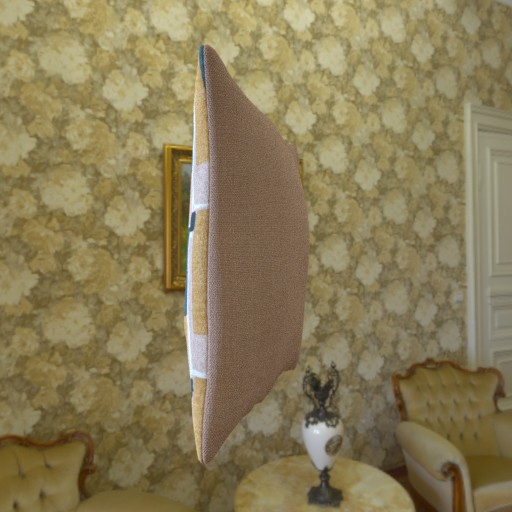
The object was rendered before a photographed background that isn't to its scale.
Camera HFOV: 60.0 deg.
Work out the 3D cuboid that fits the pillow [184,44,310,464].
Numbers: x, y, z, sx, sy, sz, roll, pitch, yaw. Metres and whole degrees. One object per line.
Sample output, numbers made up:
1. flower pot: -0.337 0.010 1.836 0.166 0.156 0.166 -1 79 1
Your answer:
1. pillow: 0.000 0.000 0.725 0.158 0.479 0.478 0 -1 17
